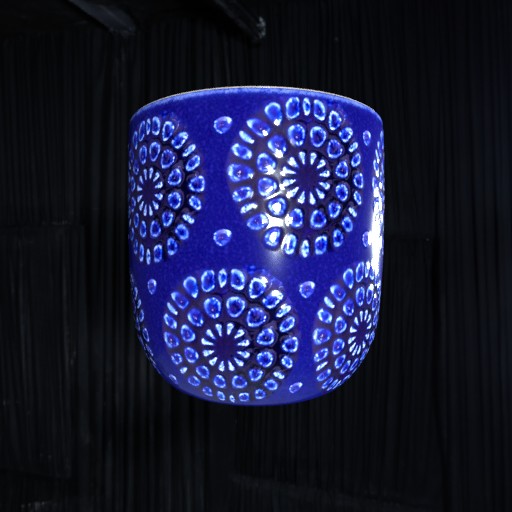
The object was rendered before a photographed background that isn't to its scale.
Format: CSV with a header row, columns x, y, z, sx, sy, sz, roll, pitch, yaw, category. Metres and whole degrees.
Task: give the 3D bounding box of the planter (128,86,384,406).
x,y,z,sx,sy,sz,roll,pitch,yaw,category
0.000,0.000,0.197,0.109,0.112,0.109,0,1,0,planter
